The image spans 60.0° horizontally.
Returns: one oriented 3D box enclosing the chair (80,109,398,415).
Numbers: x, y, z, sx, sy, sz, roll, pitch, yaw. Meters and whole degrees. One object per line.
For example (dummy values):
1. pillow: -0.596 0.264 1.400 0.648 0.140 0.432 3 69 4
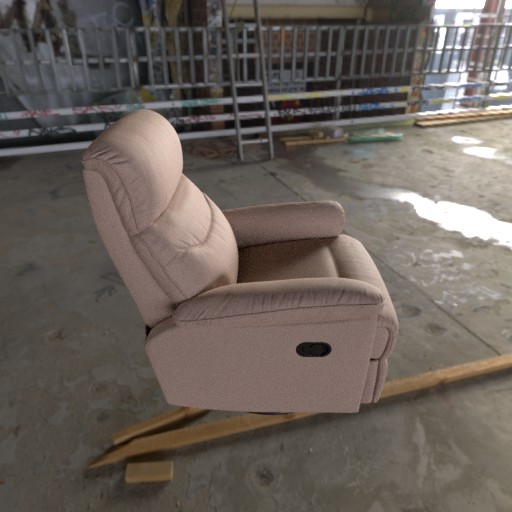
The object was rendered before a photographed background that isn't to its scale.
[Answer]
1. chair: 0.000 0.000 1.709 1.004 1.037 0.820 0 29 -1
